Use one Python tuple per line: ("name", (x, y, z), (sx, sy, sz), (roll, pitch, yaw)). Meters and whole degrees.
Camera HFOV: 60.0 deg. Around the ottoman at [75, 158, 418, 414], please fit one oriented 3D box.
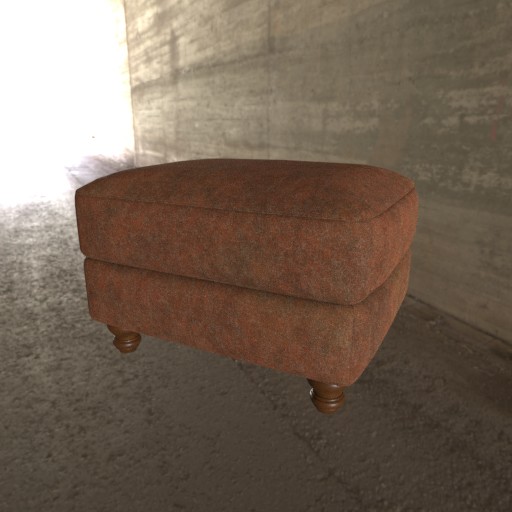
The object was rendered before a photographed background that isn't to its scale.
("ottoman", (0.000, 0.000, 1.224), (0.787, 0.508, 0.635), (8, 19, 26))
